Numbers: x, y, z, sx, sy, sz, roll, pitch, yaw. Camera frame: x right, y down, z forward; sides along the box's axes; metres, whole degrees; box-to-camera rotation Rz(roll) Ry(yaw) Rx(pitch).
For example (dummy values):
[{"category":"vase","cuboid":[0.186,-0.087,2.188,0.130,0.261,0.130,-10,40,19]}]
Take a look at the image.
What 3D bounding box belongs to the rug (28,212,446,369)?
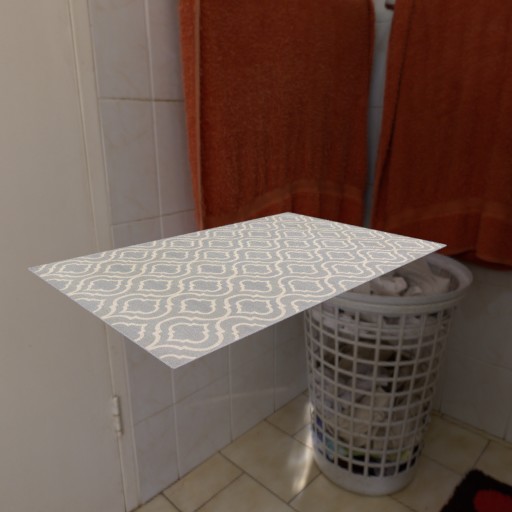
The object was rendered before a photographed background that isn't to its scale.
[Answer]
[{"category":"rug","cuboid":[0.000,0.000,2.182,1.749,0.015,1.141,-16,24,-42]}]
